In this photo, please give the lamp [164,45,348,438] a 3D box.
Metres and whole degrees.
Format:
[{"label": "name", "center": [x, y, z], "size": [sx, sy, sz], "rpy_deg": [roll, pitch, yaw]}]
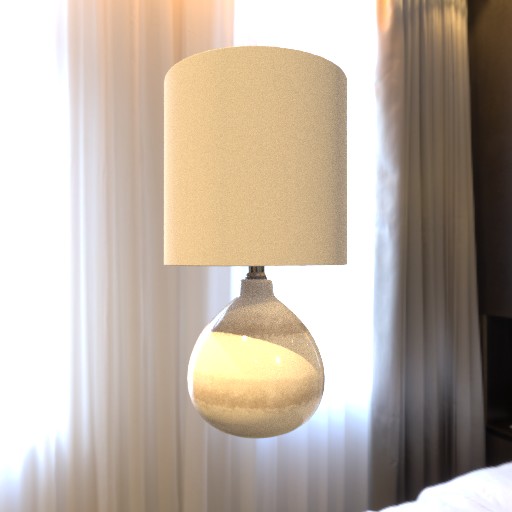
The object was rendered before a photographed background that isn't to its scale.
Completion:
[{"label": "lamp", "center": [0.000, 0.000, 0.533], "size": [0.217, 0.404, 0.217], "rpy_deg": [0, 0, 34]}]
